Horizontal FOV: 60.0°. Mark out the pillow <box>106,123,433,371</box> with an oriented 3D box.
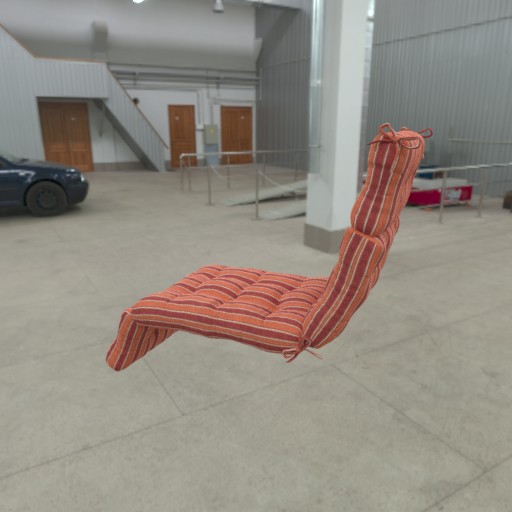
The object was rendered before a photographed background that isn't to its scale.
[{"bbox_3d":[0.000,0.000,1.506,1.016,0.863,0.526,7,18,23],"label":"pillow"}]
